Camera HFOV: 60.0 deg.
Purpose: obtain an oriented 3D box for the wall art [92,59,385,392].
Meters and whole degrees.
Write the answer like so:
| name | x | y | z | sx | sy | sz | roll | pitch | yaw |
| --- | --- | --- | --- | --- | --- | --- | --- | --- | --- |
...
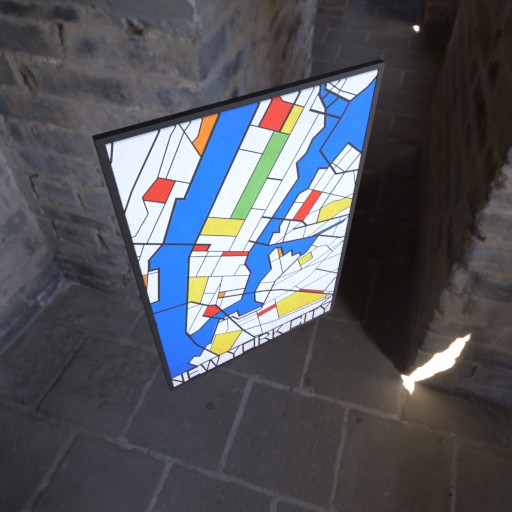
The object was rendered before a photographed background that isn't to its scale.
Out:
| name | x | y | z | sx | sy | sz | roll | pitch | yaw |
| --- | --- | --- | --- | --- | --- | --- | --- | --- | --- |
| wall art | 0.000 | 0.000 | 0.862 | 0.460 | 0.660 | 0.013 | -22 | 51 | -20 |
